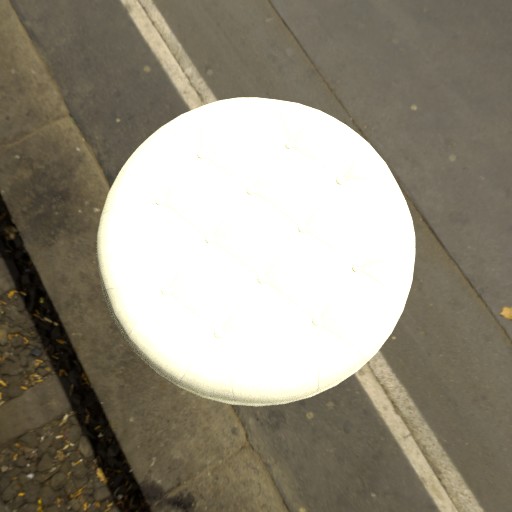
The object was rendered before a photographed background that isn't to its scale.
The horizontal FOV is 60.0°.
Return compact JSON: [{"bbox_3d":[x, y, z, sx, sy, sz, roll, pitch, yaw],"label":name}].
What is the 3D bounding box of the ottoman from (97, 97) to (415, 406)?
[{"bbox_3d":[0.000,0.000,1.353,0.850,0.483,0.850,0,75,0],"label":"ottoman"}]
